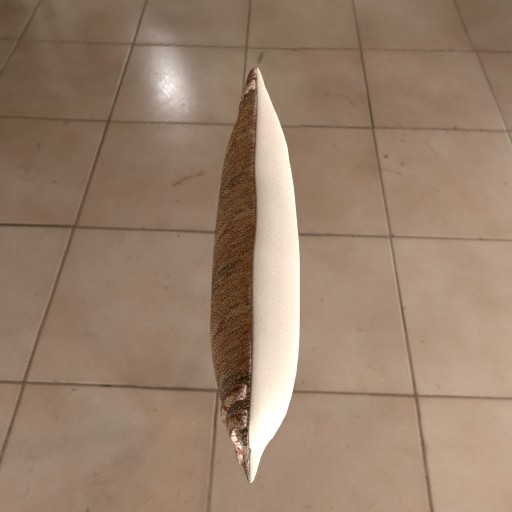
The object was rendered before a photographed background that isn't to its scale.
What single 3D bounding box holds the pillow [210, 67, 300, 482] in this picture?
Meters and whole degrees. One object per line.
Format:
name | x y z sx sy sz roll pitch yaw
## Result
pillow | 0.000 0.000 0.720 0.139 0.282 0.635 1 58 0
